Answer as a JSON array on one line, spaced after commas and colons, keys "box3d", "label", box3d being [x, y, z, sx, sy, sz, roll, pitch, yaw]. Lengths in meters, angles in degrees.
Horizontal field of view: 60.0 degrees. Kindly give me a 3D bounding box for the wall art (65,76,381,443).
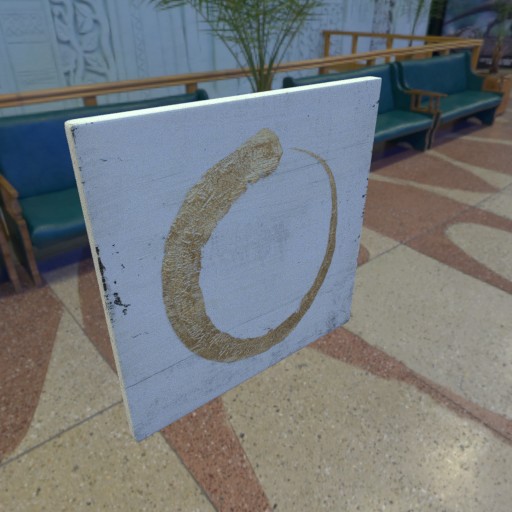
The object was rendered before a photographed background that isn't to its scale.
[{"box3d": [0.000, 0.000, 1.094, 0.762, 0.762, 0.038, -22, 37, -32], "label": "wall art"}]
